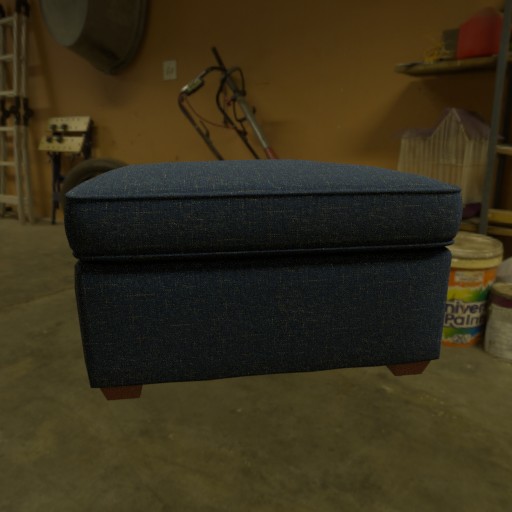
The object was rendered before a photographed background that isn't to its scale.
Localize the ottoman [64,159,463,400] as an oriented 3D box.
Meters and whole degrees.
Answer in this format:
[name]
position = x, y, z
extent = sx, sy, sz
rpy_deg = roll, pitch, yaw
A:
[ottoman]
position = 0.000, 0.000, 1.070
extent = 0.749, 0.450, 0.549
rpy_deg = -2, 15, -9
